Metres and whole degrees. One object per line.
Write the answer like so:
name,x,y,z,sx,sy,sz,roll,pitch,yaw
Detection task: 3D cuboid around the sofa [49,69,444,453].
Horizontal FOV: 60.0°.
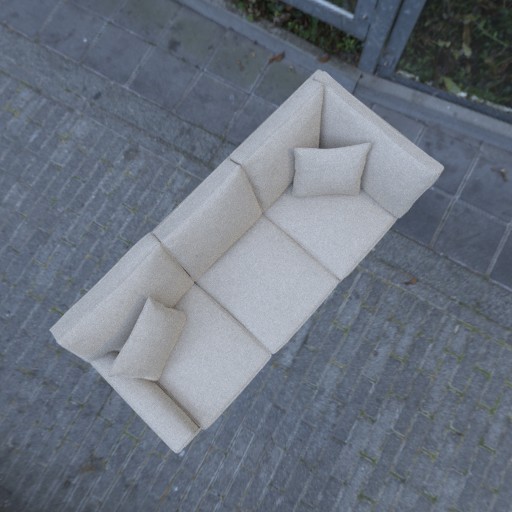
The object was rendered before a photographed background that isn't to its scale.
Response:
sofa,0.000,0.000,2.880,1.061,0.962,2.317,42,80,9
